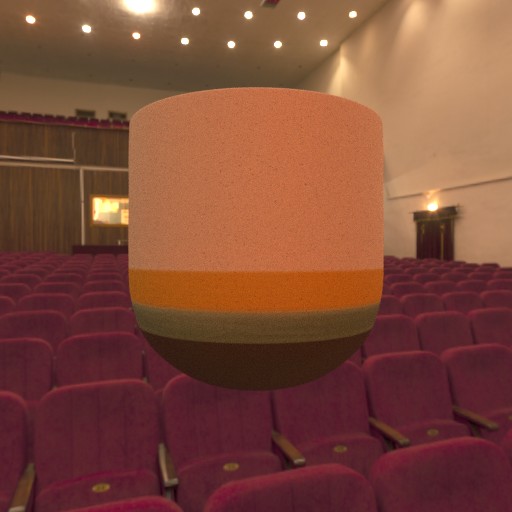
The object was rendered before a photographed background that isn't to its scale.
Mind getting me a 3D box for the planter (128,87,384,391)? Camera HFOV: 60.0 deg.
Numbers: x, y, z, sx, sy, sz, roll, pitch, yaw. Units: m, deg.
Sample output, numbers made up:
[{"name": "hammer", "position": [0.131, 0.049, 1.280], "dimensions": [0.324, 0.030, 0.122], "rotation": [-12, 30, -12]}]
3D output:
[{"name": "planter", "position": [0.000, 0.000, 0.485], "dimensions": [0.268, 0.270, 0.268], "rotation": [0, 0, 0]}]
